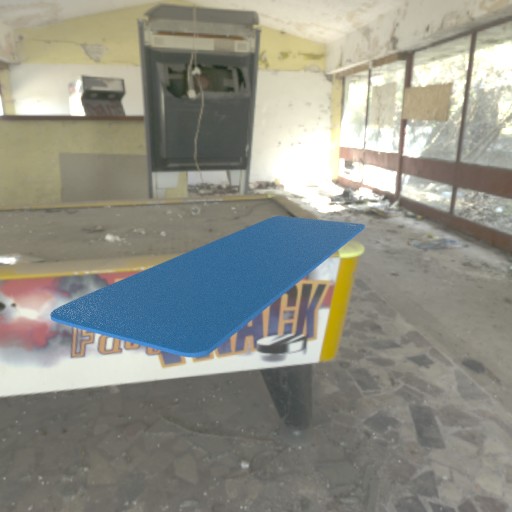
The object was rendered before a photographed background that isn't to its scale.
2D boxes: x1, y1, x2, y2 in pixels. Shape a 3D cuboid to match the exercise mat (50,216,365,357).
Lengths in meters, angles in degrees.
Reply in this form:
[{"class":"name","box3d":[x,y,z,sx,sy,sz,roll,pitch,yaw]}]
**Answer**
[{"class":"exercise mat","box3d":[0.000,0.000,2.116,0.616,0.021,1.869,8,18,26]}]
